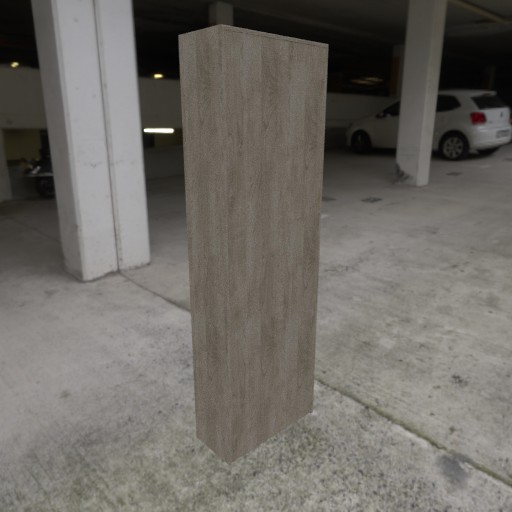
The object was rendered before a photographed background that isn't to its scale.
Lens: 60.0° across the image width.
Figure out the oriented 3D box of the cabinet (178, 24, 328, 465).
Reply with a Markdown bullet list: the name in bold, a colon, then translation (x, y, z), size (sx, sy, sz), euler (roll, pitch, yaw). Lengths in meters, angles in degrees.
- **cabinet**: translation (0.000, 0.000, 1.838), size (0.520, 1.630, 0.250), euler (-15, 22, -40)
